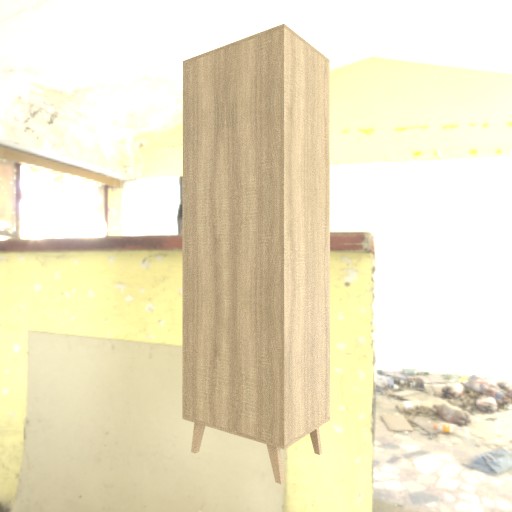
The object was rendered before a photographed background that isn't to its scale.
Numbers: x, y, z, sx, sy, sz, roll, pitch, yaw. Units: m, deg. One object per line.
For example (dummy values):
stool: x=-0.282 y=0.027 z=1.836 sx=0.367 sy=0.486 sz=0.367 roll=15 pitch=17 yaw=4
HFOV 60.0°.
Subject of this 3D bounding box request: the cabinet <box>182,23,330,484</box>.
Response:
cabinet: x=0.000 y=0.000 z=2.090 sx=0.570 sy=1.850 sz=0.400 roll=0 pitch=0 yaw=36
